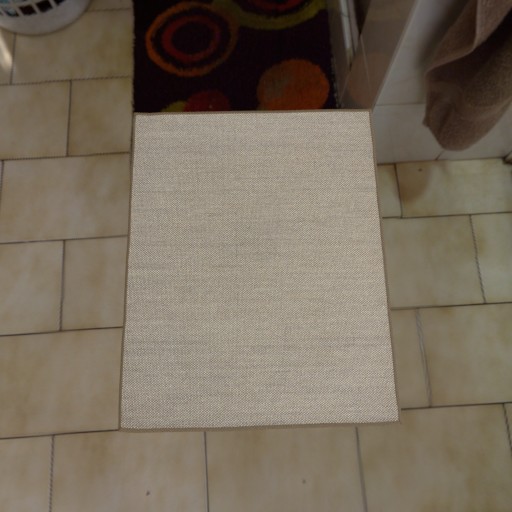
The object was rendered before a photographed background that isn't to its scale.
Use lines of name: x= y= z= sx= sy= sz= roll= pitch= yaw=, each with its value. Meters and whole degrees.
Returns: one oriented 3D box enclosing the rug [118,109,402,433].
rug: x=0.000 y=0.000 z=4.112 sx=2.413 sy=0.020 sz=3.041 roll=-1 pitch=76 yaw=0
